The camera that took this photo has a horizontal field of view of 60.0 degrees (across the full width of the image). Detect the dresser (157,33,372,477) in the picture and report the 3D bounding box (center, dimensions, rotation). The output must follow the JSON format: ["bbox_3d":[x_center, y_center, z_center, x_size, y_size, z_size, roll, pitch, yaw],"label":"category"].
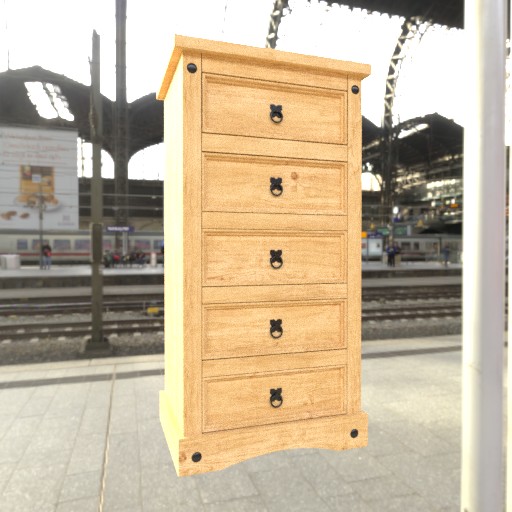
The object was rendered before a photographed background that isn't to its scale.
[{"bbox_3d":[0.000,0.000,1.305,0.531,1.041,0.390,0,1,-19],"label":"dresser"}]
